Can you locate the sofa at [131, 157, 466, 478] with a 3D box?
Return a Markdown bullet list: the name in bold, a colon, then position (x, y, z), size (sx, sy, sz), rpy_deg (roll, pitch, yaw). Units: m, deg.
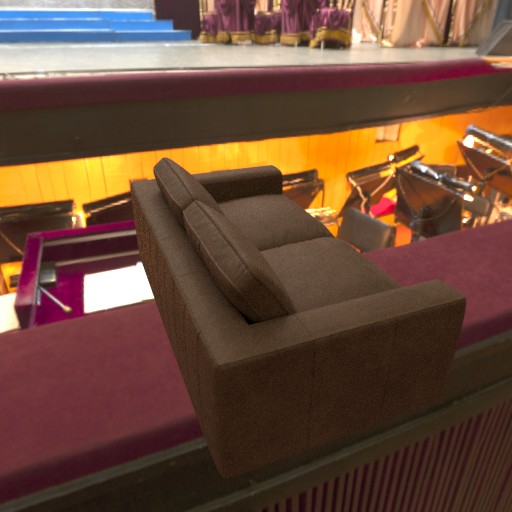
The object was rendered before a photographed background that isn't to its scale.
- **sofa**: position (0.000, 0.000, 2.409), size (1.070, 0.800, 1.920), rpy_deg (-11, 30, -19)
